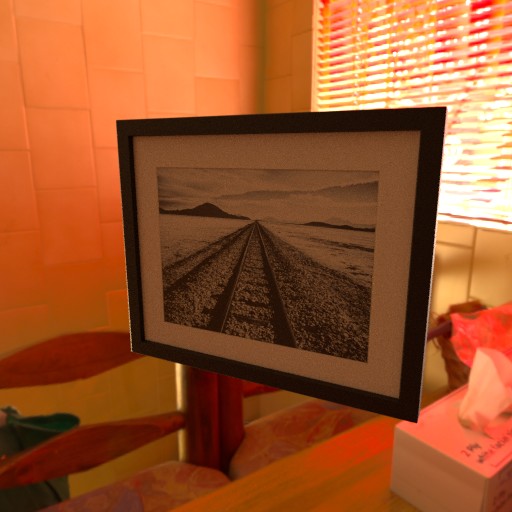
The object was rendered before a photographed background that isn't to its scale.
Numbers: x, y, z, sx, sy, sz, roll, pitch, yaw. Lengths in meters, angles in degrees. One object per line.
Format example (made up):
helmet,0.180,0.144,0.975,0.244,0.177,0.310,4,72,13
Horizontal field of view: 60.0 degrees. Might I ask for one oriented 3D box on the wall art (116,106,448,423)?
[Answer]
wall art,0.000,0.000,0.752,0.559,0.458,0.029,6,15,26
